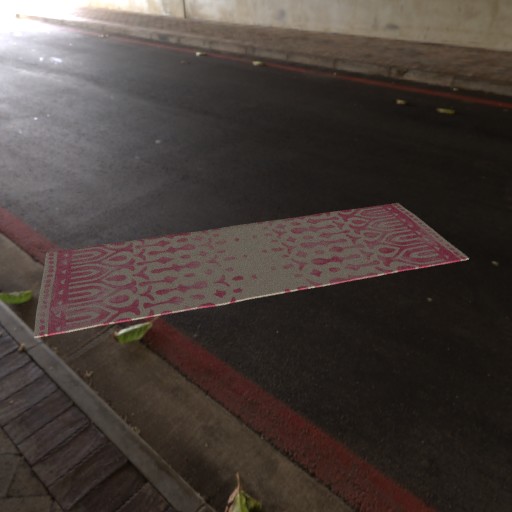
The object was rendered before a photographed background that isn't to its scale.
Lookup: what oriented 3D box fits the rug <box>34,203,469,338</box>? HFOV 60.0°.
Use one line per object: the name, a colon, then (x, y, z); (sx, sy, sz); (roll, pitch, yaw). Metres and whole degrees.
rug: (0.000, 0.000, 2.702); (2.458, 0.011, 0.787); (-9, 35, -13)
